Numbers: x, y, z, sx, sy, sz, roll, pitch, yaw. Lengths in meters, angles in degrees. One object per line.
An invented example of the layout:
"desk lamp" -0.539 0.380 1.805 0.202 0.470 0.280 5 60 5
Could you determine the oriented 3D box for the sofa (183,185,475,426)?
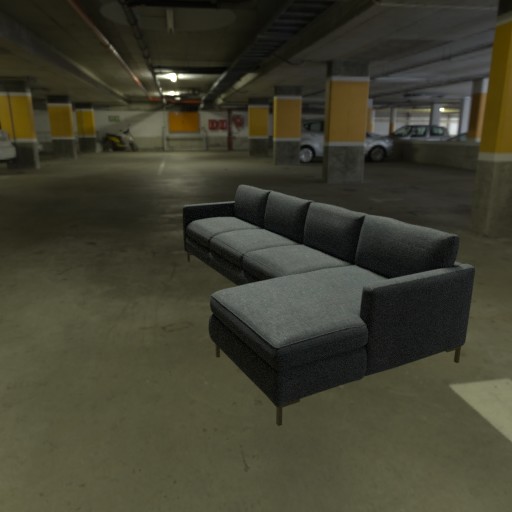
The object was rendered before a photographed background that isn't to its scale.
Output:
"sofa" 0.000 0.000 3.504 1.350 0.810 2.932 -8 18 -27
